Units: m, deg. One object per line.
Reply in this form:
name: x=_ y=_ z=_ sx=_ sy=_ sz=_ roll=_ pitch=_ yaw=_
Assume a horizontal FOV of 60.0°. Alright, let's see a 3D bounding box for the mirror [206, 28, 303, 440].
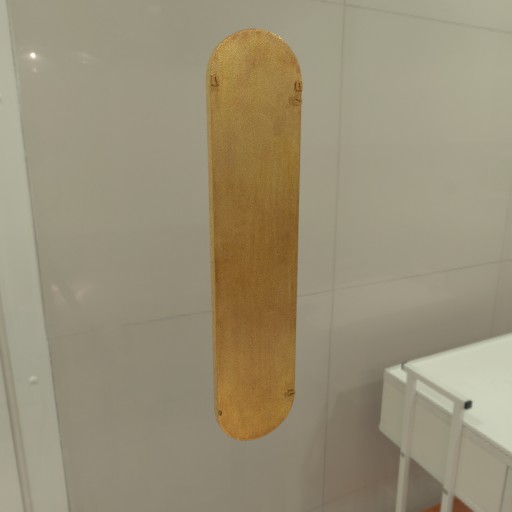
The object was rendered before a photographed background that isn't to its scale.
mirror: x=0.000 y=0.000 z=1.063 sx=0.222 sy=0.991 sz=0.032 roll=-7 pitch=16 yaw=-26
